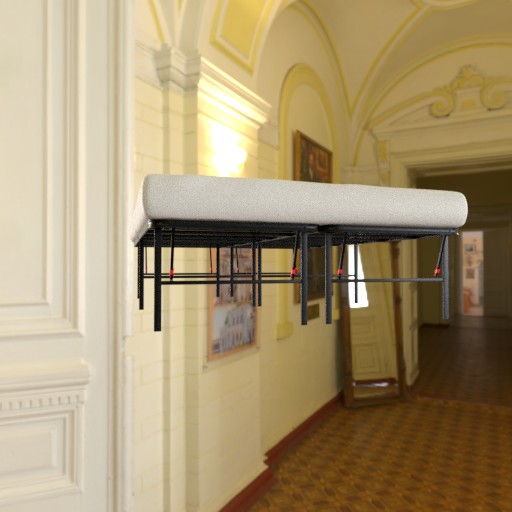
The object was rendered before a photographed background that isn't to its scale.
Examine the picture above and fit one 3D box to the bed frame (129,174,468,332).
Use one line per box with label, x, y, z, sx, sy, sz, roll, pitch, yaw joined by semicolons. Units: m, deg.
bed frame;0.000;0.000;2.927;1.584;0.667;2.151;0;-1;-17
